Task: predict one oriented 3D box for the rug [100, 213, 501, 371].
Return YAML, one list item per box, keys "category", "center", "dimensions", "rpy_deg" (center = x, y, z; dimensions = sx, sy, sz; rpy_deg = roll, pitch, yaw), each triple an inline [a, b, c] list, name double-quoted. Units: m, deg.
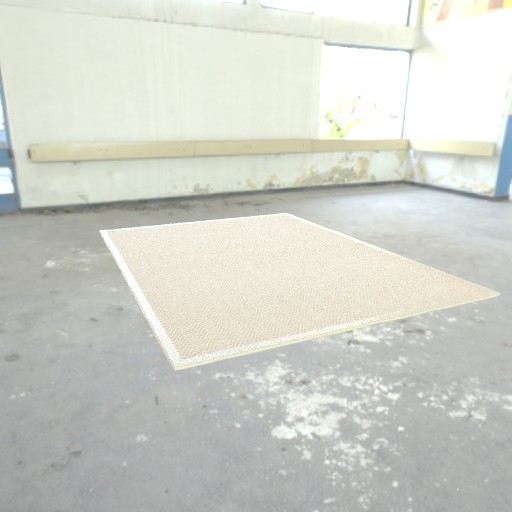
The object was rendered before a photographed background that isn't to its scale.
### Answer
- category: "rug"
  center: [0.000, 0.000, 4.650]
  dimensions: [2.734, 0.037, 3.659]
  rpy_deg: [-8, 19, -24]
